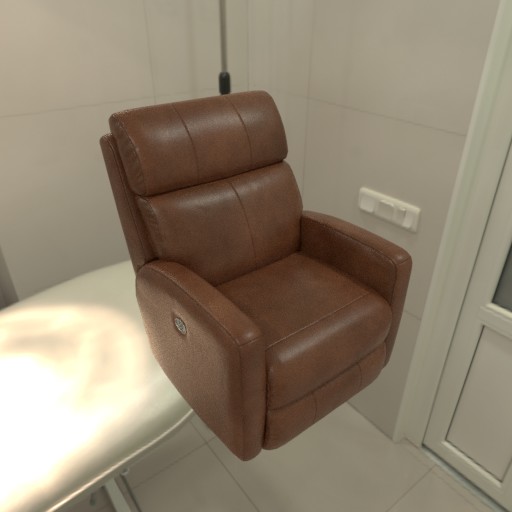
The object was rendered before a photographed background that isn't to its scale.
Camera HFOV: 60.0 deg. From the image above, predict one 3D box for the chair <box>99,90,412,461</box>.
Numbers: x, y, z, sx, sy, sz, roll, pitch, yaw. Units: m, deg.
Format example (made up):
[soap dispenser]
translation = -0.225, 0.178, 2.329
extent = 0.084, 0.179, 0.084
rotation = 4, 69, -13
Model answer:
[chair]
translation = 0.000, 0.000, 1.666
extent = 0.787, 1.016, 0.939
rotation = -22, 37, -32
